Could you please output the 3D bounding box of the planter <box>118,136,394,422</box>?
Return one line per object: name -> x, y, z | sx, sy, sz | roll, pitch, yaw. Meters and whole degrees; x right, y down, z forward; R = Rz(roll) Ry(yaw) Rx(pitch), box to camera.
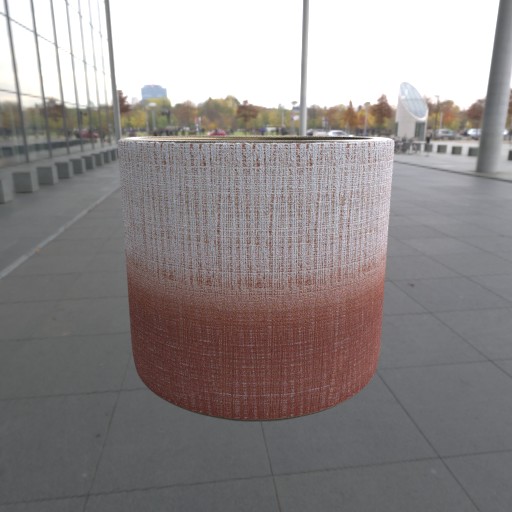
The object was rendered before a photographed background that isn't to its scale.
planter -> 0.000, 0.000, 0.389 | 0.221, 0.201, 0.221 | 0, 16, 0
